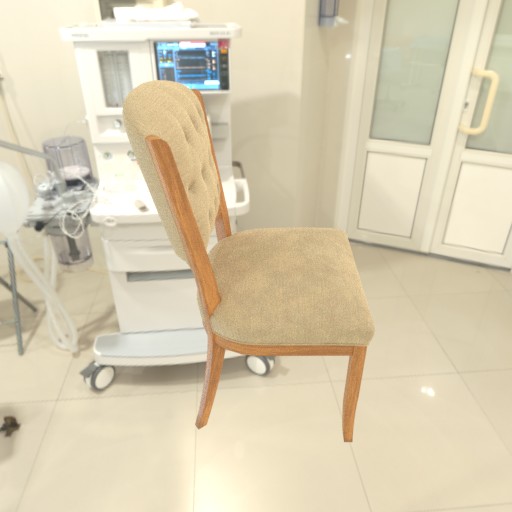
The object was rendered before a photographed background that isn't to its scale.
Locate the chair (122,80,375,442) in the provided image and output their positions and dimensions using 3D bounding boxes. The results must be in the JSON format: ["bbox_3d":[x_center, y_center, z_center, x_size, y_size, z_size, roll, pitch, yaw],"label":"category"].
[{"bbox_3d":[0.000,0.000,1.242,0.584,0.905,0.513,1,31,2],"label":"chair"}]
